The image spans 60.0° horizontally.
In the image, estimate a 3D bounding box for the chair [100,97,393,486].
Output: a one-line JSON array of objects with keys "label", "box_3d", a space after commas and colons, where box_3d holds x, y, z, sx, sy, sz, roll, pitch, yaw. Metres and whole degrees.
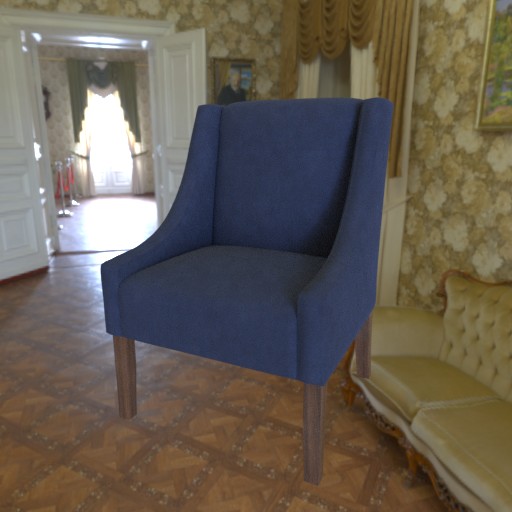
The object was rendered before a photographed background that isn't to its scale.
[{"label": "chair", "box_3d": [0.000, 0.000, 1.287, 0.629, 0.895, 0.629, 7, 16, 25]}]
